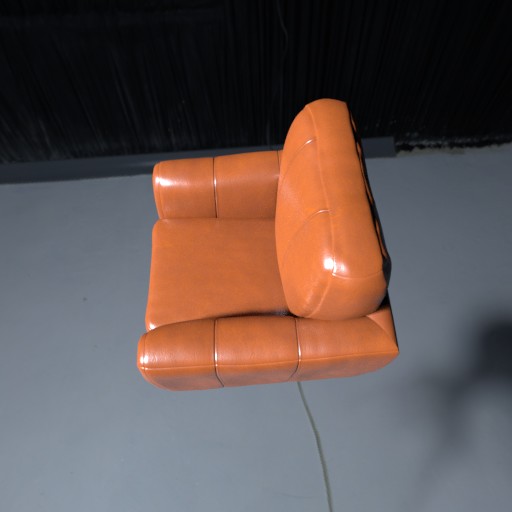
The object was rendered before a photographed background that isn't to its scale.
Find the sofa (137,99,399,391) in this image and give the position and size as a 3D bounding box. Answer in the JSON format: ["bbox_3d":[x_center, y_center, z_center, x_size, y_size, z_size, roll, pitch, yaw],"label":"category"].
[{"bbox_3d":[0.000,0.000,1.547,0.789,0.876,0.836,-3,59,-2],"label":"sofa"}]
